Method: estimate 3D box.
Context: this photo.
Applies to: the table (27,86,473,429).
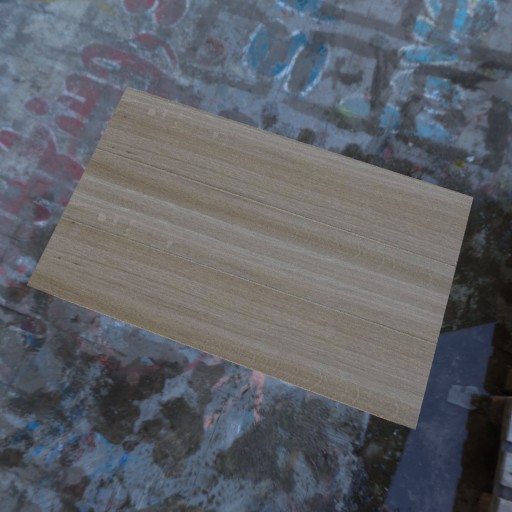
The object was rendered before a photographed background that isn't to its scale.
[{"bbox_3d":[0.000,0.000,1.433,1.110,0.353,0.678,19,76,5],"label":"table"}]
